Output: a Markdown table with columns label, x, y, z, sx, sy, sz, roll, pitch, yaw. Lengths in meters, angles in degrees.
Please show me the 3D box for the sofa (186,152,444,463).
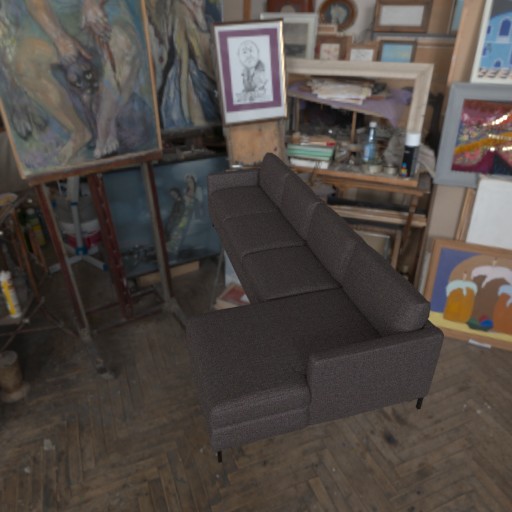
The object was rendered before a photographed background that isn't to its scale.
| label | x | y | z | sx | sy | sz | roll | pitch | yaw |
| --- | --- | --- | --- | --- | --- | --- | --- | --- | --- |
| sofa | 0.000 | 0.000 | 3.912 | 1.483 | 0.892 | 3.221 | -8 | 32 | -14 |
